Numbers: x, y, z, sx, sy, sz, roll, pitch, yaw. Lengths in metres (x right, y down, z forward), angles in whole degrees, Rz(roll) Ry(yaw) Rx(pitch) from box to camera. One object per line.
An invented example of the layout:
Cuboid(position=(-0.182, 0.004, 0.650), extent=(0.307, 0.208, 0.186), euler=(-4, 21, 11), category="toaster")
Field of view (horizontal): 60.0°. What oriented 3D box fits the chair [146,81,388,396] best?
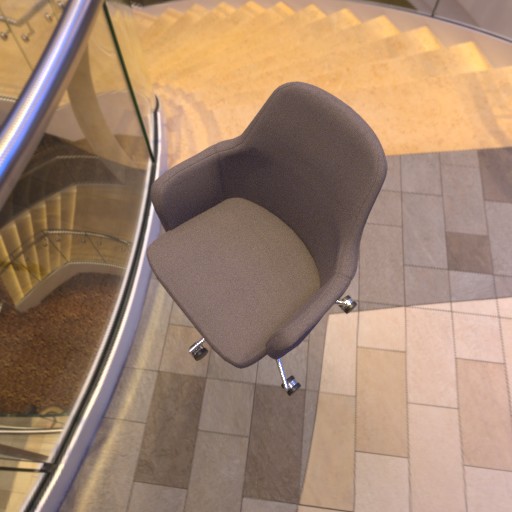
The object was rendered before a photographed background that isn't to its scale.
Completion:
Cuboid(position=(0.000, 0.000, 1.290), extent=(0.600, 0.820, 0.655), euler=(-36, 68, -17), category="chair")
